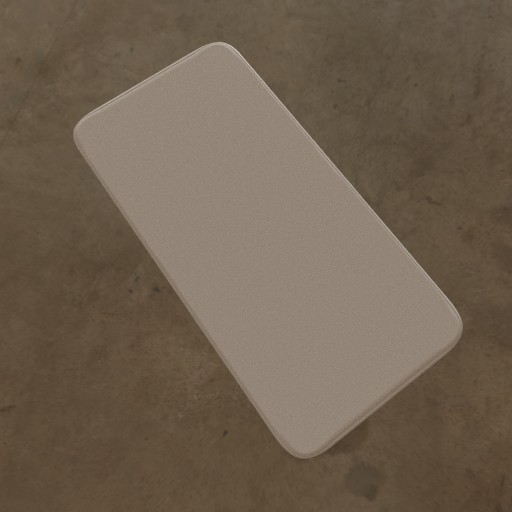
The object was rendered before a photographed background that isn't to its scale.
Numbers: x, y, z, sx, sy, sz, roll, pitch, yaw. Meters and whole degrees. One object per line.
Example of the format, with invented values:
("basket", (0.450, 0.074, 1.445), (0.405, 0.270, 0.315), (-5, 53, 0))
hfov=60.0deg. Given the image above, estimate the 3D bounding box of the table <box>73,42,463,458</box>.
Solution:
("table", (0.000, 0.000, 1.656), (0.610, 0.729, 1.219), (-35, 77, -9))
